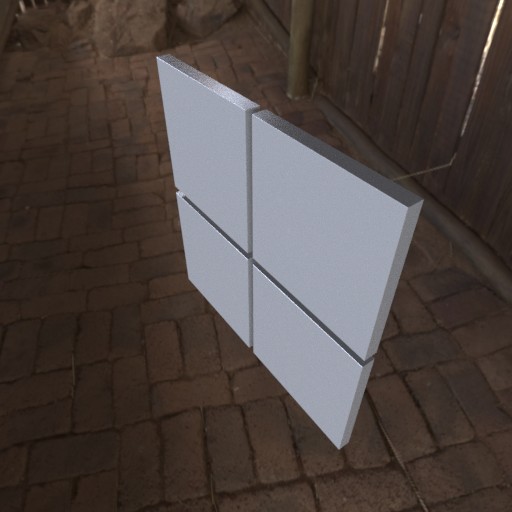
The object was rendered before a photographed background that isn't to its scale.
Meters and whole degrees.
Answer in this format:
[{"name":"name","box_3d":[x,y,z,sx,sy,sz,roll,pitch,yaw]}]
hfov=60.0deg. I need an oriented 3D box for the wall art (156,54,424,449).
[{"name":"wall art","box_3d":[0.000,0.000,0.889,0.029,0.611,0.611,-27,49,-26]}]
